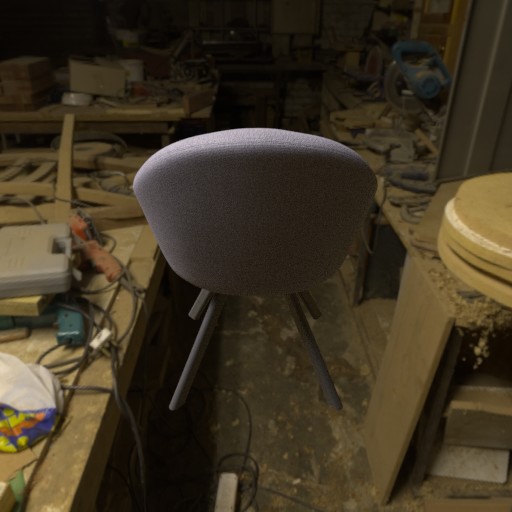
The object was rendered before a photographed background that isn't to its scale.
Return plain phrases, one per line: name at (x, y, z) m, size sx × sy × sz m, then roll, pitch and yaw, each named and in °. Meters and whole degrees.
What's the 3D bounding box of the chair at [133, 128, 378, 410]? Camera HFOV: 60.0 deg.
chair at (0.000, 0.000, 1.214) m, size 0.590 × 0.795 × 0.550 m, roll 0°, pitch 30°, yaw 0°
